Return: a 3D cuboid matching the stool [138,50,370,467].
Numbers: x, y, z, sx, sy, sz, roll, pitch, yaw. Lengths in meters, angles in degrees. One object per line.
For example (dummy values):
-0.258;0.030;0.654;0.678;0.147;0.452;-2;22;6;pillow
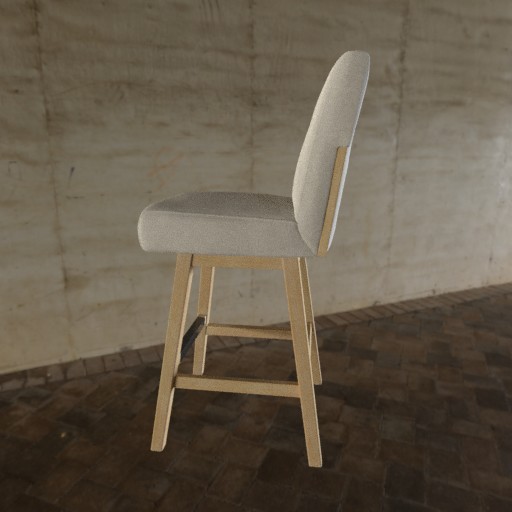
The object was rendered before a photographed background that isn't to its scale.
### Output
0.000;0.000;1.267;0.543;1.015;0.446;2;14;8;stool
